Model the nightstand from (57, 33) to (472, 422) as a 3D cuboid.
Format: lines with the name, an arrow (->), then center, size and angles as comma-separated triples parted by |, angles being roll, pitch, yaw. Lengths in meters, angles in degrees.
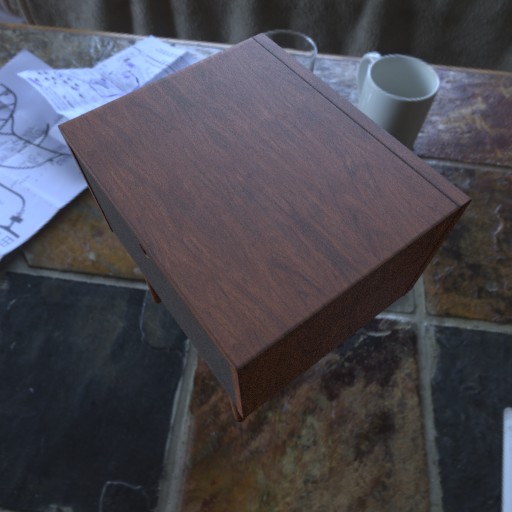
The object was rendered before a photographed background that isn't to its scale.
nightstand -> 0.000, 0.000, 0.966 | 0.445, 0.607, 0.521 | -33, 65, -18
